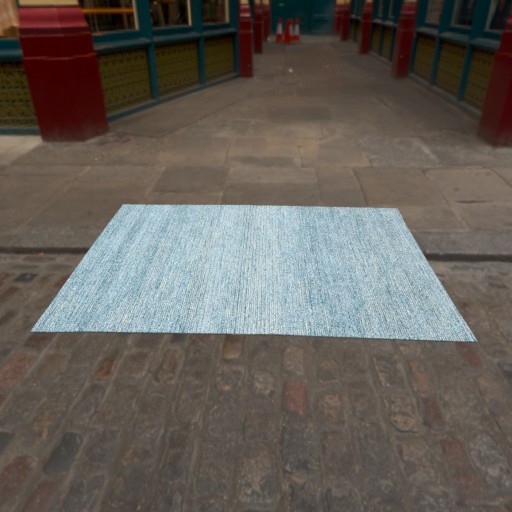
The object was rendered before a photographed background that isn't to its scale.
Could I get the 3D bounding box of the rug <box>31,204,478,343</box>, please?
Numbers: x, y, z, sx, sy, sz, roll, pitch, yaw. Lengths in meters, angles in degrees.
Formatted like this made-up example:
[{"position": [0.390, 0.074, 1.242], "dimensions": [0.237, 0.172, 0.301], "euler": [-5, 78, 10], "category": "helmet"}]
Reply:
[{"position": [0.000, 0.000, 2.921], "dimensions": [2.260, 0.026, 1.611], "euler": [1, 30, 2], "category": "rug"}]
